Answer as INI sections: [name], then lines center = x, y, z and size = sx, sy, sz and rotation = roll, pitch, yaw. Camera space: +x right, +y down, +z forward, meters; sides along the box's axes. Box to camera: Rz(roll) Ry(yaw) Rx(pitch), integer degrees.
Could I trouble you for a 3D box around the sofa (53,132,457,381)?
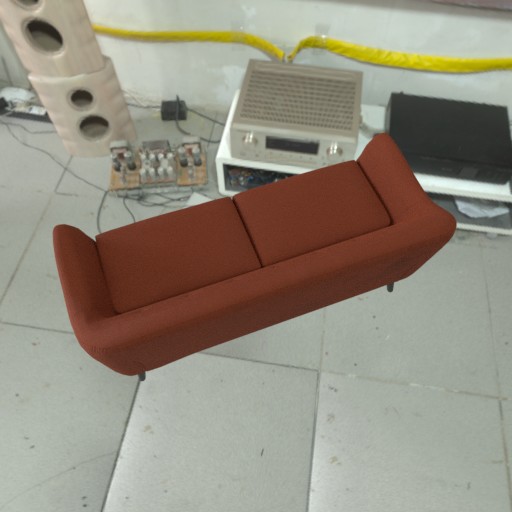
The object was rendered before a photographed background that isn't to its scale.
[sofa]
center = 0.000, 0.000, 2.272
size = 1.840, 0.836, 0.820
rotation = -18, 61, -10
